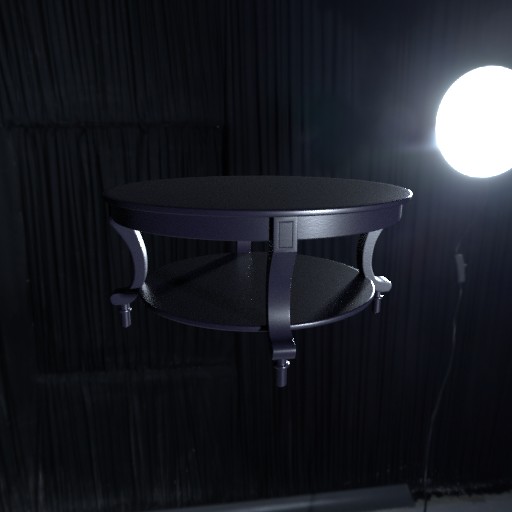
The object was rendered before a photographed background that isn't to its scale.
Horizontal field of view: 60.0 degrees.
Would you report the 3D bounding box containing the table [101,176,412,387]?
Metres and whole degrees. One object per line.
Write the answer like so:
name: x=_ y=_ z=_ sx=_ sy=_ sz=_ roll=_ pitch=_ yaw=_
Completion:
table: x=0.000 y=0.000 z=1.600 sx=1.029 sy=0.491 sz=1.029 roll=0 pitch=15 yaw=0
